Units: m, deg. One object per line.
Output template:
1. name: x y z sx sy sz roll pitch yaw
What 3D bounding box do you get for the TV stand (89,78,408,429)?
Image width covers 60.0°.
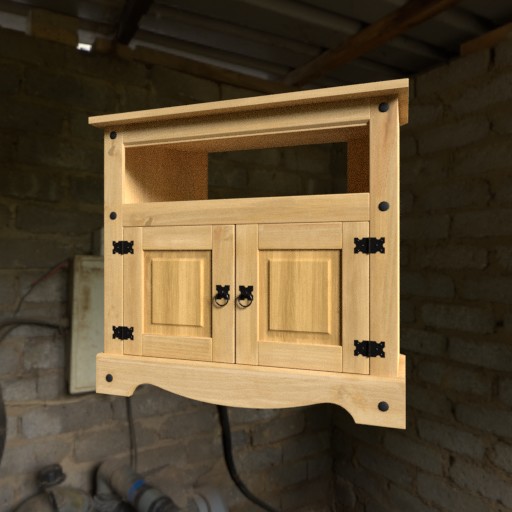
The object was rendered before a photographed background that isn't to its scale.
1. TV stand: 0.000 0.000 1.312 0.851 0.781 0.425 0 0 19
